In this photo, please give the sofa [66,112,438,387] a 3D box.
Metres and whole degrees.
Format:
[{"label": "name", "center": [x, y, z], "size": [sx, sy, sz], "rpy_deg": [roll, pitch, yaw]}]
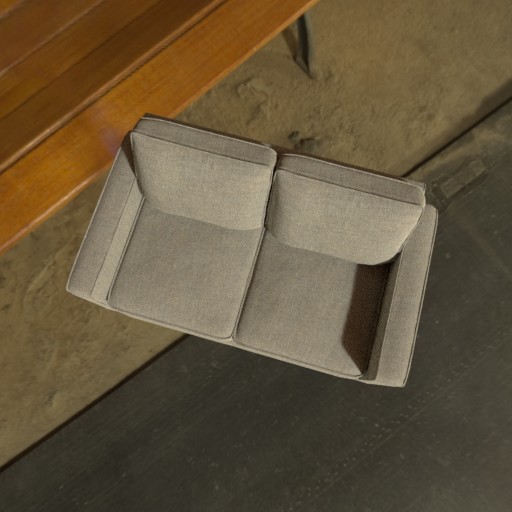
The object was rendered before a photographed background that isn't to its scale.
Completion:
[{"label": "sofa", "center": [0.000, 0.000, 2.339], "size": [1.706, 0.915, 0.945], "rpy_deg": [15, 76, 4]}]
